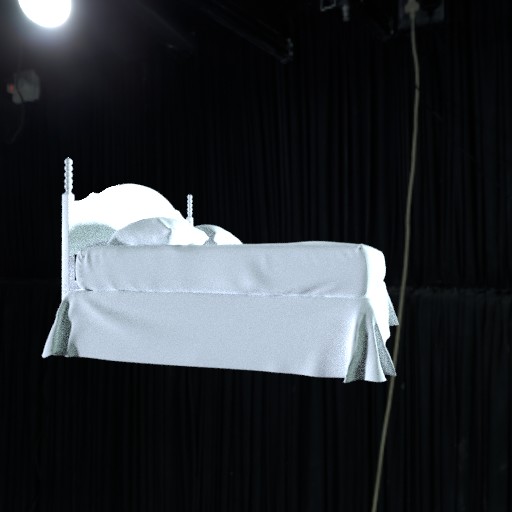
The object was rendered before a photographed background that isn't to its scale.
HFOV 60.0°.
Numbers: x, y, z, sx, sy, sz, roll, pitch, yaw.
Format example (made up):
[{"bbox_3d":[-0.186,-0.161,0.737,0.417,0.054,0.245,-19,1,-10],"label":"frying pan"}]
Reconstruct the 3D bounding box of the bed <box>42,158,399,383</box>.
[{"bbox_3d":[0.000,0.000,3.639,2.219,1.355,2.322,0,0,18],"label":"bed"}]
